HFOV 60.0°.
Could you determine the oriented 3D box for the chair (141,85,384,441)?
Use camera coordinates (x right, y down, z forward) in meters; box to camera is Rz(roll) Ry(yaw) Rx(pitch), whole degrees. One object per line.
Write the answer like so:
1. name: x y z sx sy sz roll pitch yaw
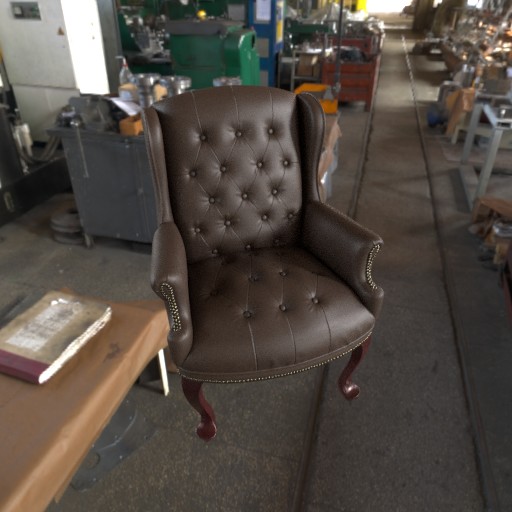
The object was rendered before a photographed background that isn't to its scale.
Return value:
1. chair: 0.000 0.000 1.705 0.829 1.132 0.819 -10 33 -16
